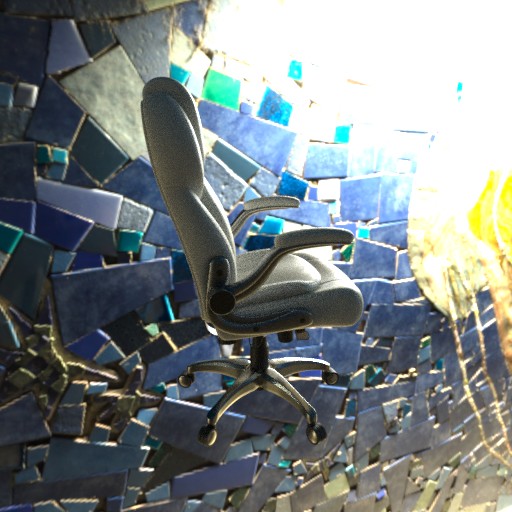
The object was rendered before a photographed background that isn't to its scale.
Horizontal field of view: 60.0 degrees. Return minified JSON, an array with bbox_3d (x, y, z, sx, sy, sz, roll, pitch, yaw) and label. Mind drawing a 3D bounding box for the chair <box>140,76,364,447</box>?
[{"bbox_3d":[0.000,0.000,1.814,0.806,1.330,0.755,-3,17,-10],"label":"chair"}]
